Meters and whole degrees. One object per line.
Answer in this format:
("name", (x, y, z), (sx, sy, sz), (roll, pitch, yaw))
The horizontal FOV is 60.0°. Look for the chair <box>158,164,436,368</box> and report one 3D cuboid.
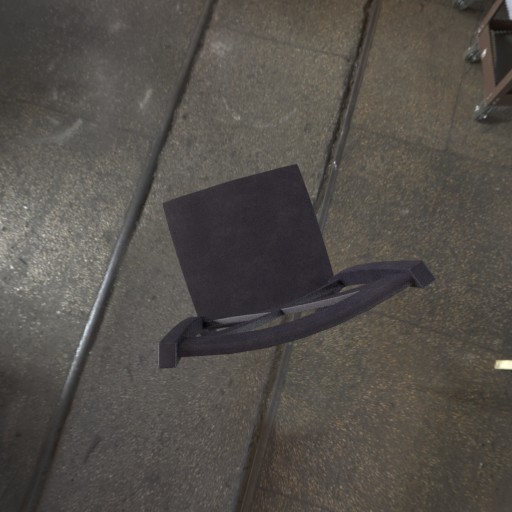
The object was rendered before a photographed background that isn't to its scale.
("chair", (0.000, 0.000, 1.265), (0.485, 0.983, 0.542), (-17, 77, -4))
